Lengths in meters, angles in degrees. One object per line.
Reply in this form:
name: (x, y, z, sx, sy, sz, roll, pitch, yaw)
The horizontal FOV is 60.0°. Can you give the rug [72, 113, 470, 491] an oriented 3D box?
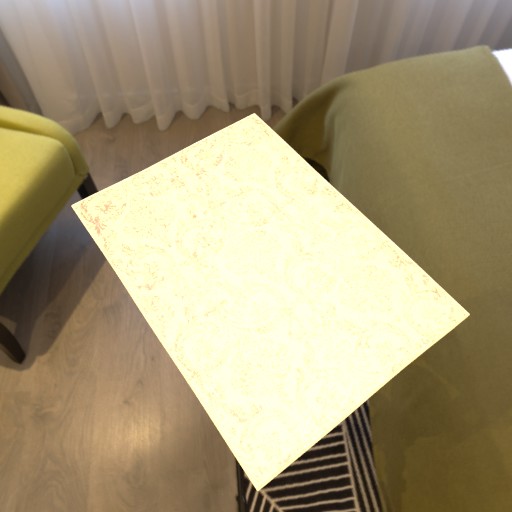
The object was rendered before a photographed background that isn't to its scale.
rug: (0.000, 0.000, 2.894, 1.598, 0.014, 2.202, -32, 64, -18)
